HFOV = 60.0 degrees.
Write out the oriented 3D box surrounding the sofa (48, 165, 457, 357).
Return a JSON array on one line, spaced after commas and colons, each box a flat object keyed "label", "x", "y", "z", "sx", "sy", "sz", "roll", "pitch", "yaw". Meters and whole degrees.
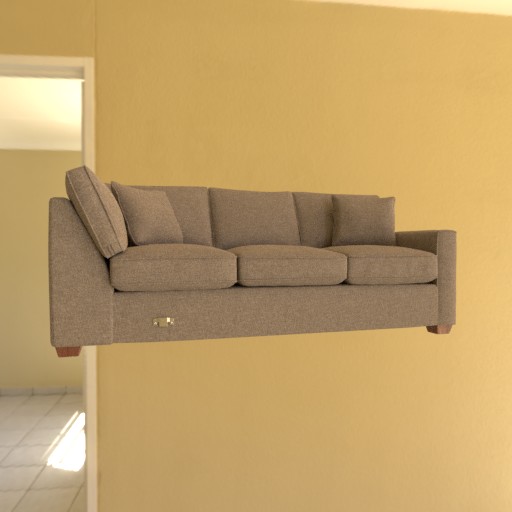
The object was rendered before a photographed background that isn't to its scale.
[{"label": "sofa", "x": 0.000, "y": 0.000, "z": 2.849, "sx": 2.317, "sy": 0.962, "sz": 1.061, "roll": 0, "pitch": 1, "yaw": -17}]
